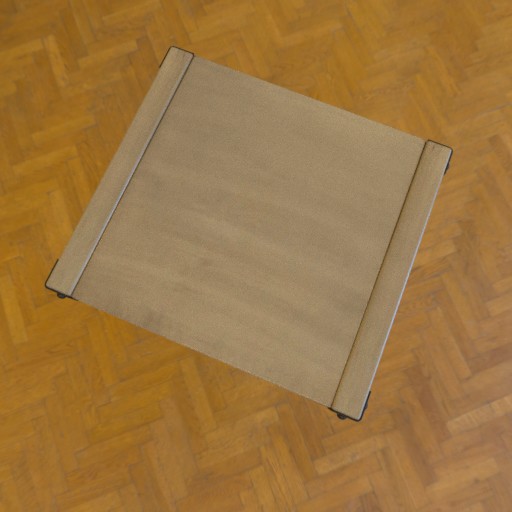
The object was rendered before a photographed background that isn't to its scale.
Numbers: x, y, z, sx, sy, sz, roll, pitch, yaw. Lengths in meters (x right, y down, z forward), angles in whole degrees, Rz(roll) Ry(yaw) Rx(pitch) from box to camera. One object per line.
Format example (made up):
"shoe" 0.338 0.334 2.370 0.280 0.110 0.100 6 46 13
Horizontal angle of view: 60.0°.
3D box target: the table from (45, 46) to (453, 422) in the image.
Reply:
"table" 0.000 0.000 0.949 0.510 0.561 0.459 22 78 5
